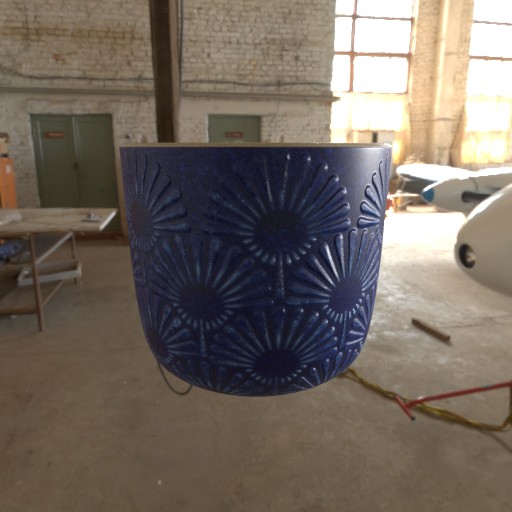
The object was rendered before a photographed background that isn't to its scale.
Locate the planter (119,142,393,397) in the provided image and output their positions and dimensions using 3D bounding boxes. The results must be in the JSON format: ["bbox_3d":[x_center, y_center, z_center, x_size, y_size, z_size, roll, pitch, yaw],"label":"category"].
[{"bbox_3d":[0.000,0.000,0.222,0.124,0.109,0.124,0,14,0],"label":"planter"}]
